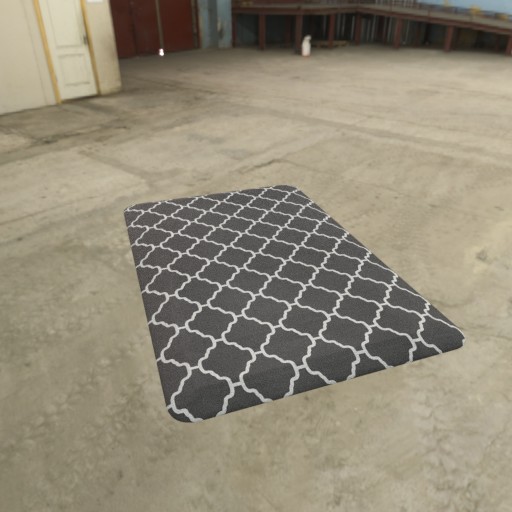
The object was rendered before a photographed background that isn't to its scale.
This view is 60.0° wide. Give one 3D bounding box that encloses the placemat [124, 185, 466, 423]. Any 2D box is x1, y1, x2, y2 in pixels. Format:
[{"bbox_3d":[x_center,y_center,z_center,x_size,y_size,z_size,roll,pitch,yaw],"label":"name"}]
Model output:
[{"bbox_3d":[0.000,0.000,0.971,0.508,0.021,0.762,-10,32,-17],"label":"placemat"}]
